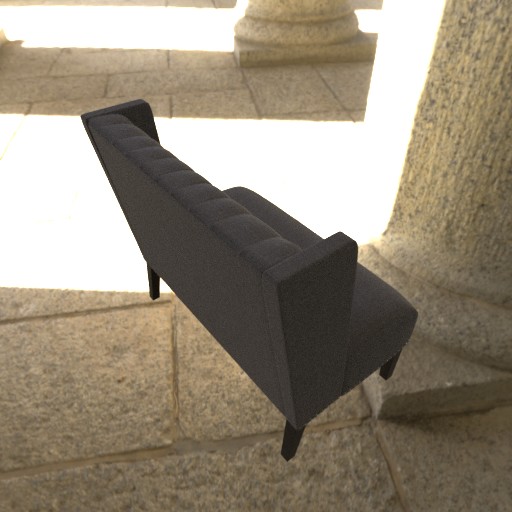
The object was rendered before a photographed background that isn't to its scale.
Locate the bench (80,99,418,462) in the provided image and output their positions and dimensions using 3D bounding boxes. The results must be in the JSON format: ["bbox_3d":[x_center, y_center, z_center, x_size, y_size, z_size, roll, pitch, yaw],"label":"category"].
[{"bbox_3d":[0.000,0.000,1.987,0.842,1.121,1.276,-27,48,-28],"label":"bench"}]
